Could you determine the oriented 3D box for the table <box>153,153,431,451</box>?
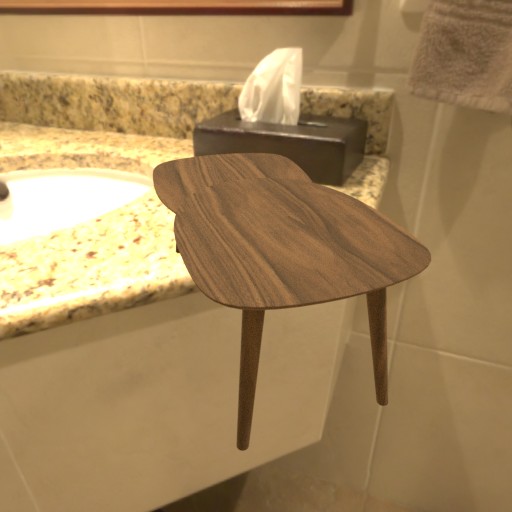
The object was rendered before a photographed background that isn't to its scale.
[{"bbox_3d":[0.000,0.000,1.358,0.527,0.429,1.084,-9,31,-15],"label":"table"}]
